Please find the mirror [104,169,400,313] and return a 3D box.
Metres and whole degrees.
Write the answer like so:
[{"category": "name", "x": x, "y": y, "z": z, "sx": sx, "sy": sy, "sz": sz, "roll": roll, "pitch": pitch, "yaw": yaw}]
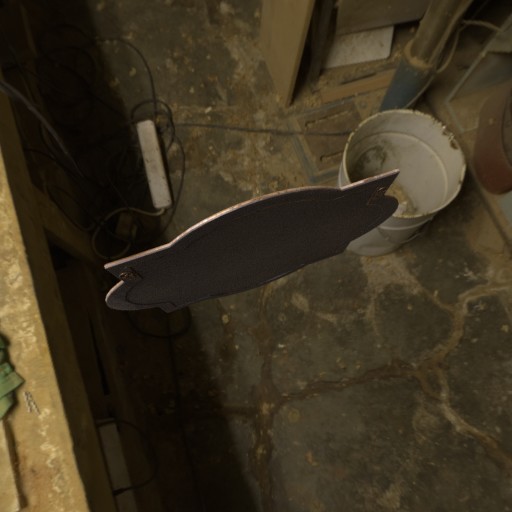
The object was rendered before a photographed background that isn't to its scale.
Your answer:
[{"category": "mirror", "x": 0.000, "y": 0.000, "z": 1.041, "sx": 0.686, "sy": 0.686, "sz": 0.019, "roll": -19, "pitch": 76, "yaw": -5}]
